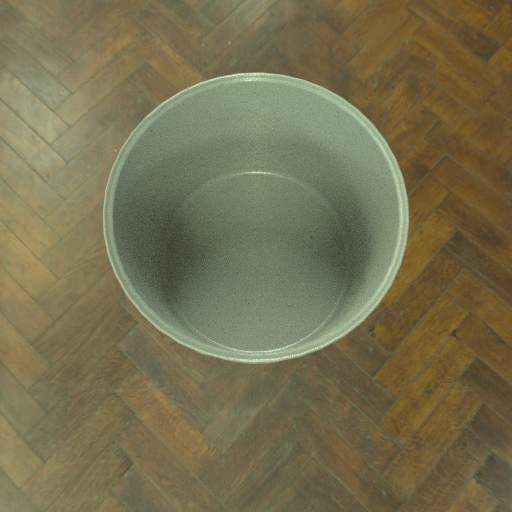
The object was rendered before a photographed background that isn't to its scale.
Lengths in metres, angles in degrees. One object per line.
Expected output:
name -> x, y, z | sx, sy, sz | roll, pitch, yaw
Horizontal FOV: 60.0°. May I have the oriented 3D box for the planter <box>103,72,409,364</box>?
planter -> 0.000, 0.000, 0.273 | 0.130, 0.178, 0.130 | 0, 76, 0
